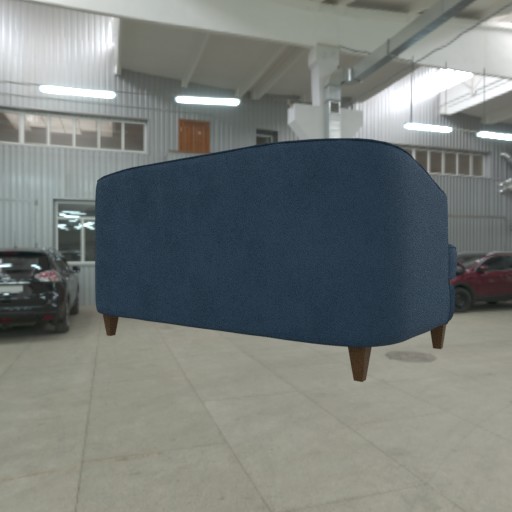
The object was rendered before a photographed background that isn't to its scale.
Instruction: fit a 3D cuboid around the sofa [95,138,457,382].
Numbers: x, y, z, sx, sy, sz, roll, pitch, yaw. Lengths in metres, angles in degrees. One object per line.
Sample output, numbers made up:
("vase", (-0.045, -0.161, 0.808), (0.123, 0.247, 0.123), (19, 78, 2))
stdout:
("sofa", (0.000, 0.000, 2.242), (1.733, 0.854, 0.941), (0, 1, 36))
